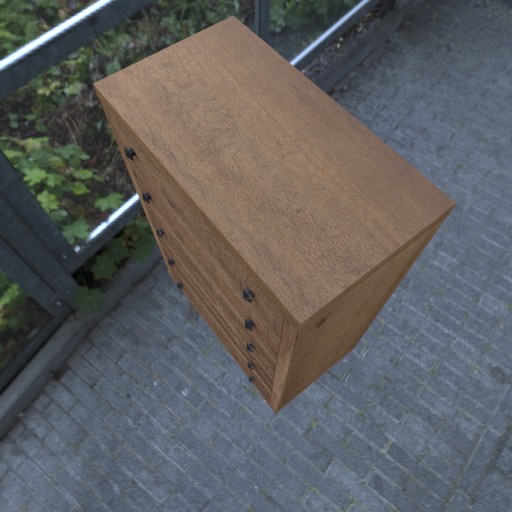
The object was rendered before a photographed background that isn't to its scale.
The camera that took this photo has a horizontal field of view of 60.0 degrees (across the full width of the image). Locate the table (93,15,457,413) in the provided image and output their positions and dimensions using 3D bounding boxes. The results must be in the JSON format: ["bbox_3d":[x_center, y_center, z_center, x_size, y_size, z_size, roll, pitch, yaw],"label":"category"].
[{"bbox_3d":[0.000,0.000,1.728,0.524,1.294,0.901,-35,68,-17],"label":"table"}]
